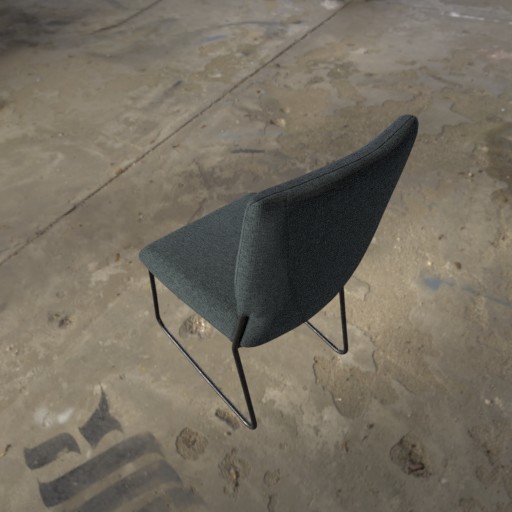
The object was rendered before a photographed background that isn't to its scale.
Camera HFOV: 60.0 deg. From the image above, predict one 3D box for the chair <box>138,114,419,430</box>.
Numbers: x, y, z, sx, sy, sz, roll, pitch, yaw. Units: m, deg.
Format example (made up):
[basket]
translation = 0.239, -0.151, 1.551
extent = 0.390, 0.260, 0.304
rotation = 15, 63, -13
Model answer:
[chair]
translation = 0.000, 0.000, 1.270
extent = 0.480, 0.931, 0.635
rotation = -31, 53, -27
